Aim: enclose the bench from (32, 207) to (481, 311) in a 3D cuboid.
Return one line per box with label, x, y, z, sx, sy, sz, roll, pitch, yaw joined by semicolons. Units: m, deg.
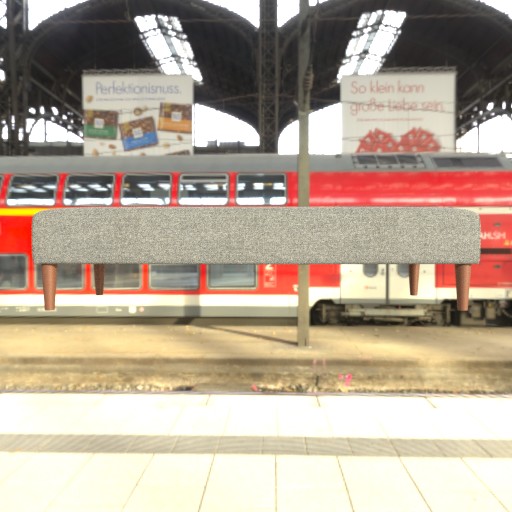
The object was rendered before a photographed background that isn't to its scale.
bench;0.000;0.000;1.861;1.598;0.384;0.631;0;1;0
